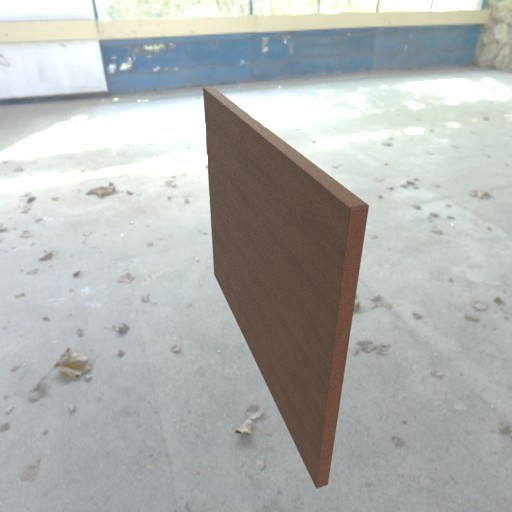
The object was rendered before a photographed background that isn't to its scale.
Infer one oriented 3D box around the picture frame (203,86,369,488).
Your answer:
[{"bbox_3d":[0.000,0.000,1.730,0.045,1.018,1.329,-10,33,-16],"label":"picture frame"}]
